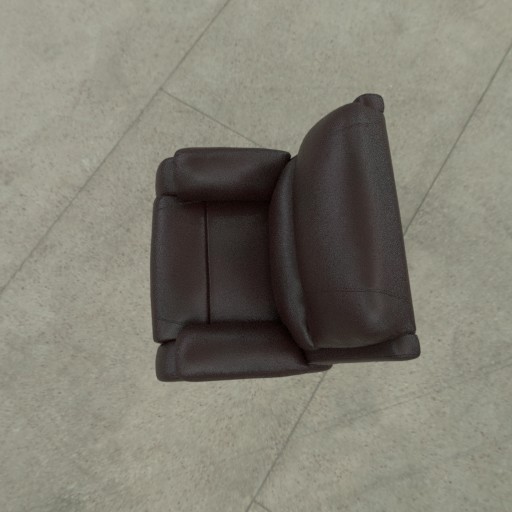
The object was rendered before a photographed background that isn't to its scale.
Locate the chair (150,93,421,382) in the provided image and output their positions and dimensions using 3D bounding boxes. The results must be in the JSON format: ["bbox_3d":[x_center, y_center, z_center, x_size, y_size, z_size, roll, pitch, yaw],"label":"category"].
[{"bbox_3d":[0.000,0.000,1.743,0.899,1.011,0.930,-3,75,-1],"label":"chair"}]
